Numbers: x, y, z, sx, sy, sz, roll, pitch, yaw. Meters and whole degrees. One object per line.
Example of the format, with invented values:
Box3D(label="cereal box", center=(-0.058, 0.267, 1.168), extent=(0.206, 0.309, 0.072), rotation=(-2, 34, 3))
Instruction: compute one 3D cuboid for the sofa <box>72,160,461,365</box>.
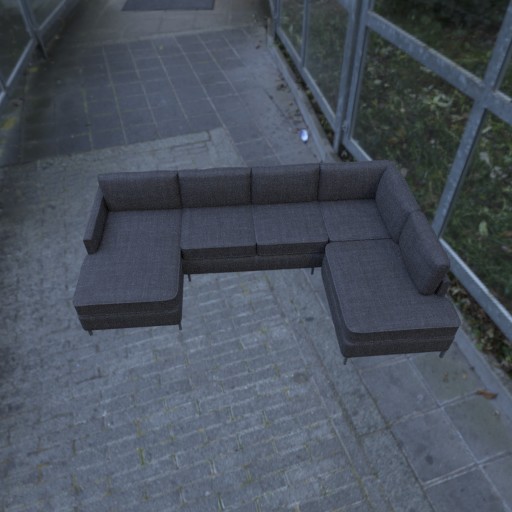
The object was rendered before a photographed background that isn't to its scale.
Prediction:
Box3D(label="sofa", center=(0.000, 0.000, 4.455), extent=(3.423, 0.999, 2.048), rotation=(-3, 45, -3))
